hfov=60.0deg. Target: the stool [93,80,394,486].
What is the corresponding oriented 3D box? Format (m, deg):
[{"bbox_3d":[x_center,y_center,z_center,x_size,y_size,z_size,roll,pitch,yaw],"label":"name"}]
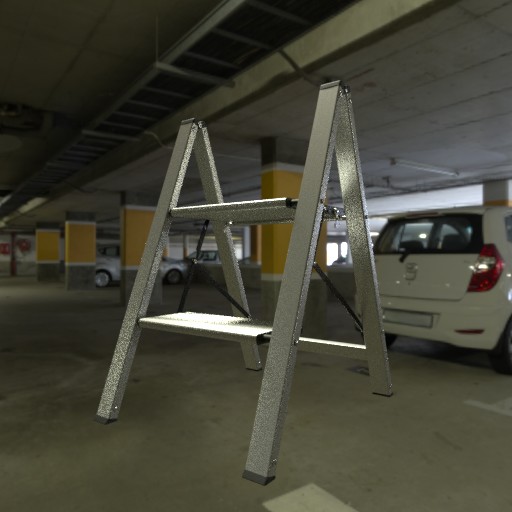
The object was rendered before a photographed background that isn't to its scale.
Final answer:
[{"bbox_3d":[0.000,0.000,0.989,0.440,0.670,0.535,0,0,37],"label":"stool"}]
